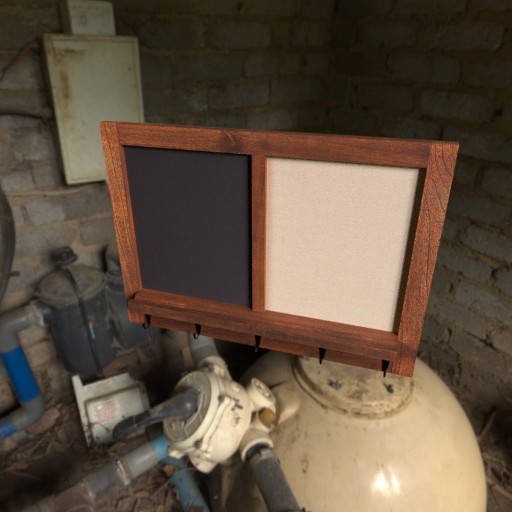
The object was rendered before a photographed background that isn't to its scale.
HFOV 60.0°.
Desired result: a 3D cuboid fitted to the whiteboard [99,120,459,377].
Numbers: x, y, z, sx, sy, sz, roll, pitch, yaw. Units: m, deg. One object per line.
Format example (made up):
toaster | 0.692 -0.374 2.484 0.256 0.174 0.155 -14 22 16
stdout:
whiteboard | 0.000 0.000 1.022 0.768 0.553 0.083 8 28 16
